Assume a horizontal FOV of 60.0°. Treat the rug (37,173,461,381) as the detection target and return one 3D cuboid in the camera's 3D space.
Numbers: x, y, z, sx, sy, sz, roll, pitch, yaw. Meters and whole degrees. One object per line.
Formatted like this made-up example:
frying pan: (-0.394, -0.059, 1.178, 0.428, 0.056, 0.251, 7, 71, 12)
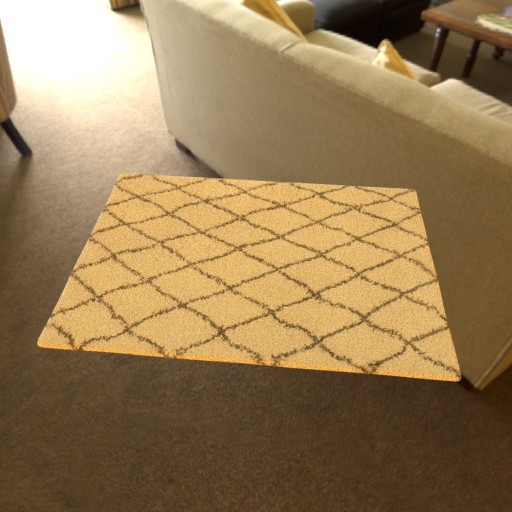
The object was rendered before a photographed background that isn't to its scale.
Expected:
rug: (0.000, 0.000, 2.255, 1.778, 0.030, 1.219, 4, 47, 4)
